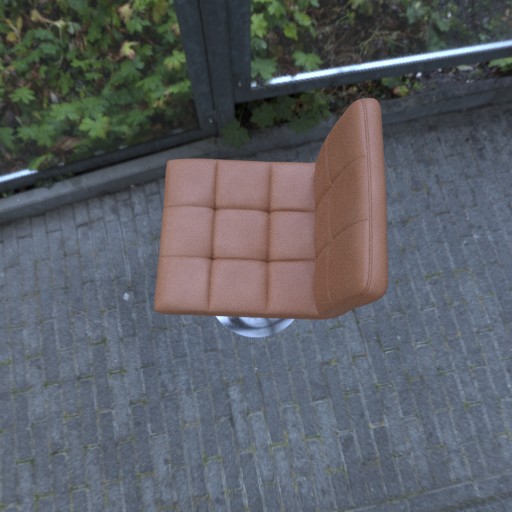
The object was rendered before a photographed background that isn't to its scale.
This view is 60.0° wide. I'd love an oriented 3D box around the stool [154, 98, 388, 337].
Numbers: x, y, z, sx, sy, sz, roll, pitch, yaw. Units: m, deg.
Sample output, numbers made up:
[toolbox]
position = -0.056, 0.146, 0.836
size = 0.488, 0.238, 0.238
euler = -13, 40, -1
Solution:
[stool]
position = 0.000, 0.000, 1.375
size = 0.505, 1.115, 0.430
euler = 2, 76, 0
